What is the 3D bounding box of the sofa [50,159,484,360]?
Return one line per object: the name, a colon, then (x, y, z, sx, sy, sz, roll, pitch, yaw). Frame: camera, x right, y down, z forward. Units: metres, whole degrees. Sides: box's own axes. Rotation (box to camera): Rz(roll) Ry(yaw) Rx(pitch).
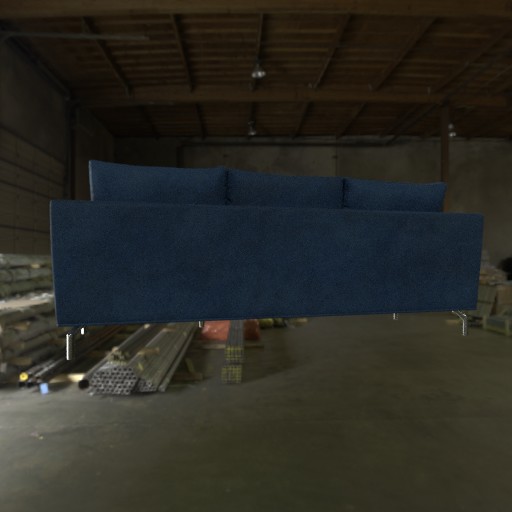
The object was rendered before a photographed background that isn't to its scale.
sofa: (0.000, 0.000, 3.129, 2.438, 0.987, 1.622, 0, 0, -16)
